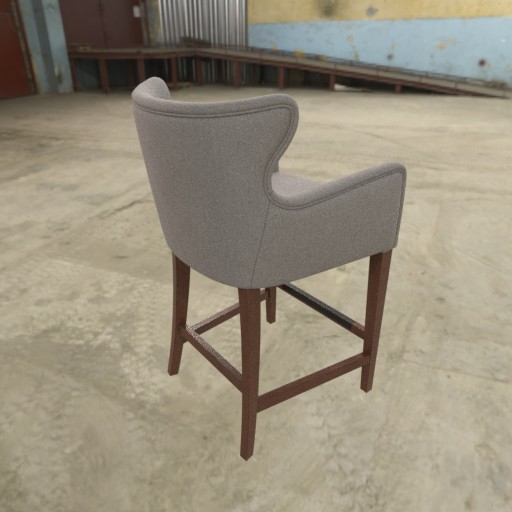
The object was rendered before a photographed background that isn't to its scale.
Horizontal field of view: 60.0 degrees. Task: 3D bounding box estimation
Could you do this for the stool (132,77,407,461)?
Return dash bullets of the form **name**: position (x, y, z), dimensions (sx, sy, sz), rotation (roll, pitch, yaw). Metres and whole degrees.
- **stool**: position (0.000, 0.000, 1.289), dimensions (0.575, 0.951, 0.575), rotation (-19, 32, -33)
